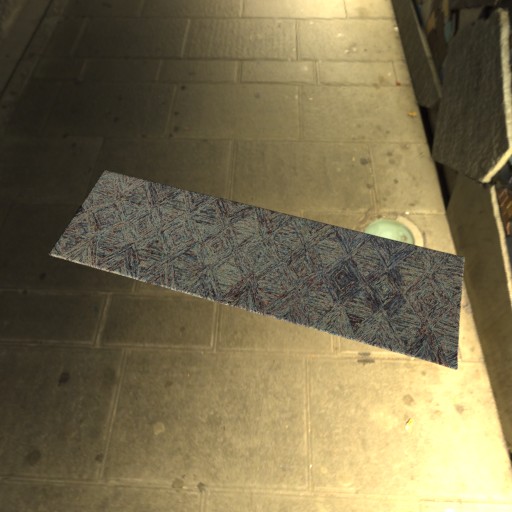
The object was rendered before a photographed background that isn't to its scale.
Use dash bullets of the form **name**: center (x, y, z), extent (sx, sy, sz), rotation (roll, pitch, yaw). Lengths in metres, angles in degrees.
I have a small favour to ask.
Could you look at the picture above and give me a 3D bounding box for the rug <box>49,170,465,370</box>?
- **rug**: center (0.000, 0.000, 2.541), extent (2.292, 0.015, 0.688), rotation (15, 59, 9)
